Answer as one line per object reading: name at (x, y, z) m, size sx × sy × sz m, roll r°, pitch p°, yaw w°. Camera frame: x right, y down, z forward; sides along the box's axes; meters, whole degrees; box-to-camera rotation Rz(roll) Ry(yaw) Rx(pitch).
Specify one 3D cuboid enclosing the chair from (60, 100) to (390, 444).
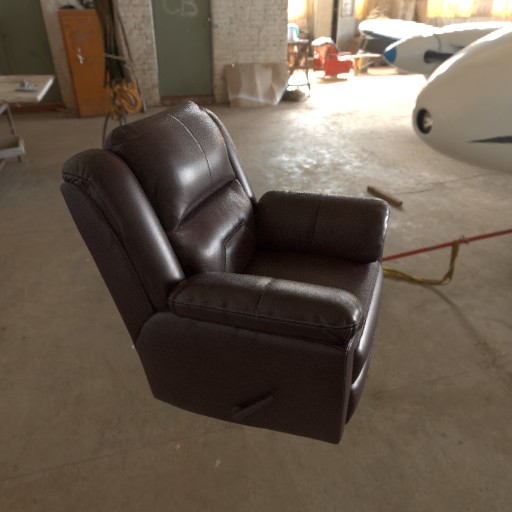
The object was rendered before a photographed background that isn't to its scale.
chair at (0.000, 0.000, 1.830) m, size 1.041 × 1.093 × 0.990 m, roll 11°, pitch 32°, yaw 18°
